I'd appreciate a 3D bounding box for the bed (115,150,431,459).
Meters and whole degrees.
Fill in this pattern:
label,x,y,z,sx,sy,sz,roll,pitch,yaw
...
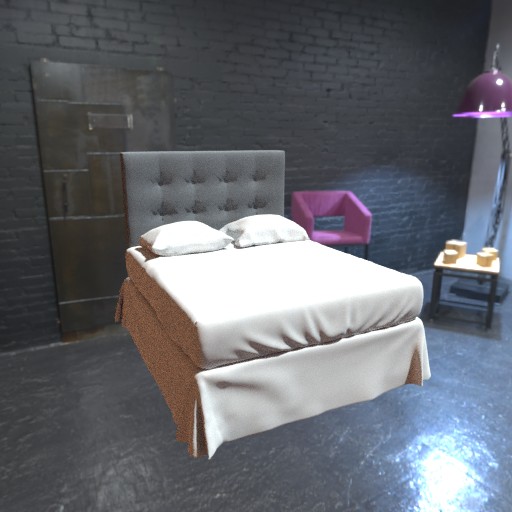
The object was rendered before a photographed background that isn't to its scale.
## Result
label,x,y,z,sx,sy,sz,roll,pitch,yaw
bed,0.000,0.000,3.506,1.936,1.577,2.222,-7,16,-26
